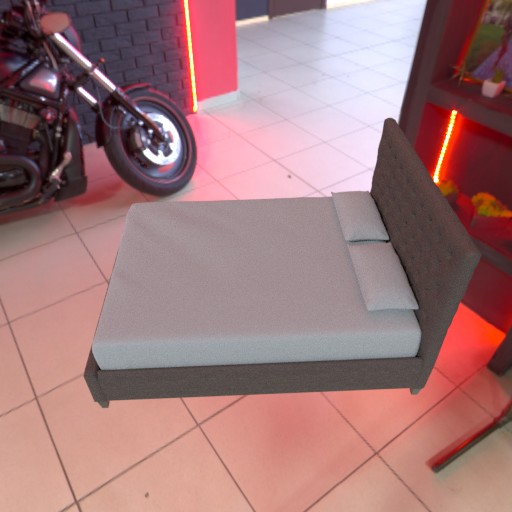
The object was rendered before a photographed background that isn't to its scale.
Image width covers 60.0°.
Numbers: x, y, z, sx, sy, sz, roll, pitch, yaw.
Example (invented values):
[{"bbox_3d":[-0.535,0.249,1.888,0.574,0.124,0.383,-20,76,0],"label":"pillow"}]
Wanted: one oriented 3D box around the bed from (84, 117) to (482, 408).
[{"bbox_3d":[0.000,0.000,3.403,2.387,1.427,1.698,-2,42,-2],"label":"bed"}]
